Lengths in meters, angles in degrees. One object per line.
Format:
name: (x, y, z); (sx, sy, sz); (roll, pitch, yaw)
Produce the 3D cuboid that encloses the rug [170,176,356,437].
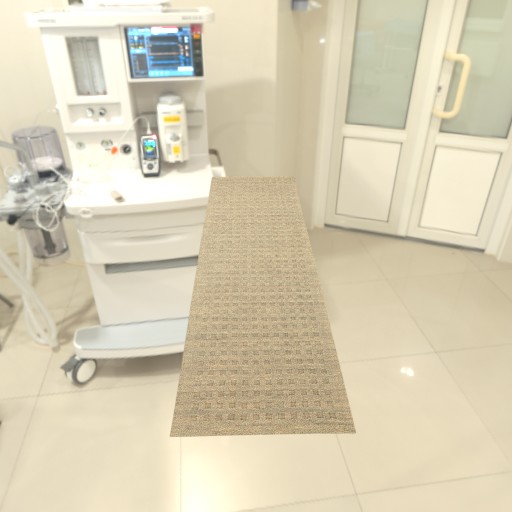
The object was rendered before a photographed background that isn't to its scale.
rug: (0.000, 0.000, 2.653); (0.688, 0.005, 2.437); (-1, 33, -1)
